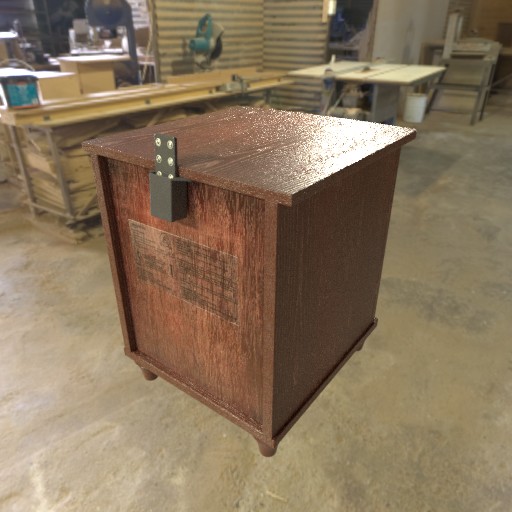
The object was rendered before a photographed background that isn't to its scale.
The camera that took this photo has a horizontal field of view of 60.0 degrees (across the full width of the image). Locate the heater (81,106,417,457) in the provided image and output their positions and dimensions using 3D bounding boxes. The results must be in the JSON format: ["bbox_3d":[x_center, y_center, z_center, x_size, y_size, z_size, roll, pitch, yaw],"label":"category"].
[{"bbox_3d":[0.000,0.000,0.766,0.362,0.481,0.400,20,34,32],"label":"heater"}]
